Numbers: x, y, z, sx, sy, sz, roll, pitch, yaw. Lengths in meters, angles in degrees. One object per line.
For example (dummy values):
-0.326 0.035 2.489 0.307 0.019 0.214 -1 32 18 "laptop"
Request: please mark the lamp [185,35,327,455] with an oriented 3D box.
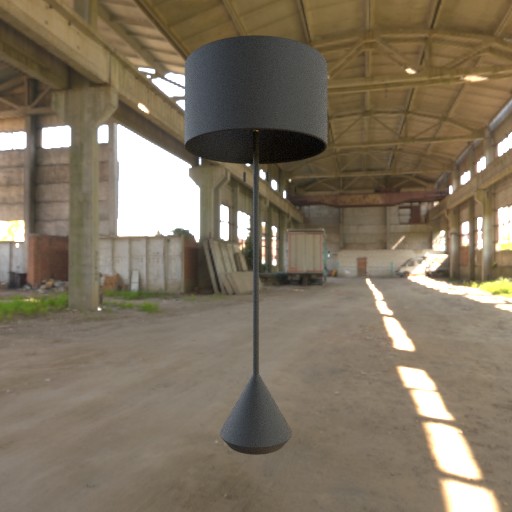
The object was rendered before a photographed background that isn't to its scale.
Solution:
0.000 0.000 1.817 0.580 1.526 0.580 0 0 -20 "lamp"
